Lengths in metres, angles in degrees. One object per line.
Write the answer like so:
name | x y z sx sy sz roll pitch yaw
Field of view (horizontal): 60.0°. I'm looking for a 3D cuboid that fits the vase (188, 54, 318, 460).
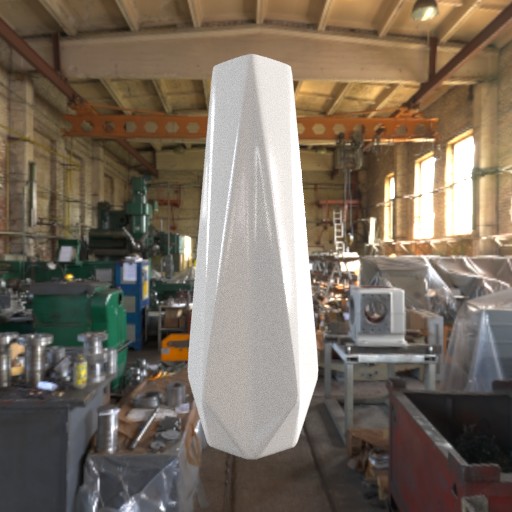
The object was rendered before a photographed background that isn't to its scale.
vase | 0.000 0.000 0.390 0.122 0.329 0.116 0 0 -35
